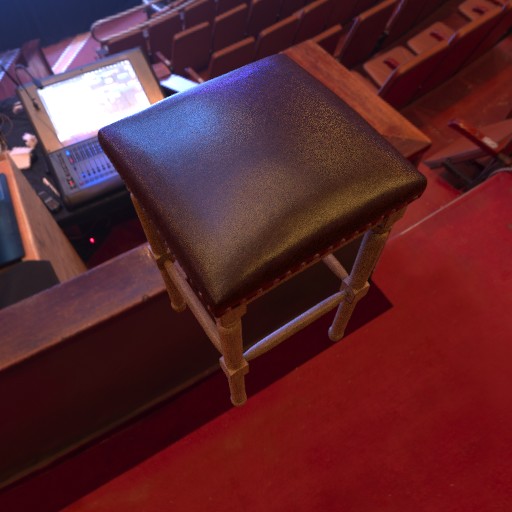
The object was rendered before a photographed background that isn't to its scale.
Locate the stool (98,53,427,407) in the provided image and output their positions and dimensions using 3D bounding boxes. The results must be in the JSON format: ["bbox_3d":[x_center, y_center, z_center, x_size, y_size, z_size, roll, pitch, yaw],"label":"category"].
[{"bbox_3d":[0.000,0.000,0.949,0.382,0.702,0.383,-30,63,-17],"label":"stool"}]
